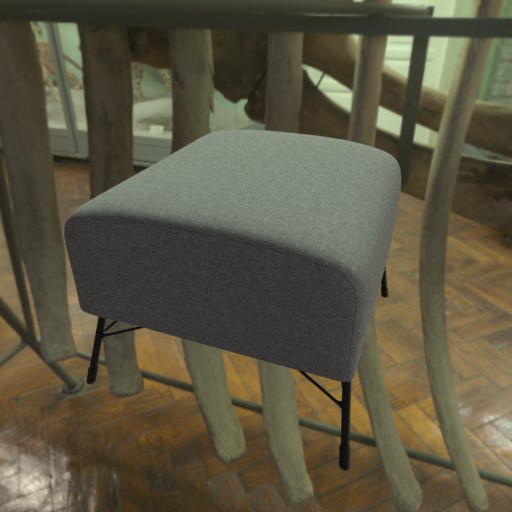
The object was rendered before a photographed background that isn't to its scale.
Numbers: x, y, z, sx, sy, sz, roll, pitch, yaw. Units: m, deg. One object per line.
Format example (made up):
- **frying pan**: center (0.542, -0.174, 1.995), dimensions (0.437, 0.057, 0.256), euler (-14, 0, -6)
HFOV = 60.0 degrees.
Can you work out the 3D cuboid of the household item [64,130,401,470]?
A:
- **household item**: center (0.000, 0.000, 0.911), dimensions (0.530, 0.410, 0.530), euler (11, 33, 18)
